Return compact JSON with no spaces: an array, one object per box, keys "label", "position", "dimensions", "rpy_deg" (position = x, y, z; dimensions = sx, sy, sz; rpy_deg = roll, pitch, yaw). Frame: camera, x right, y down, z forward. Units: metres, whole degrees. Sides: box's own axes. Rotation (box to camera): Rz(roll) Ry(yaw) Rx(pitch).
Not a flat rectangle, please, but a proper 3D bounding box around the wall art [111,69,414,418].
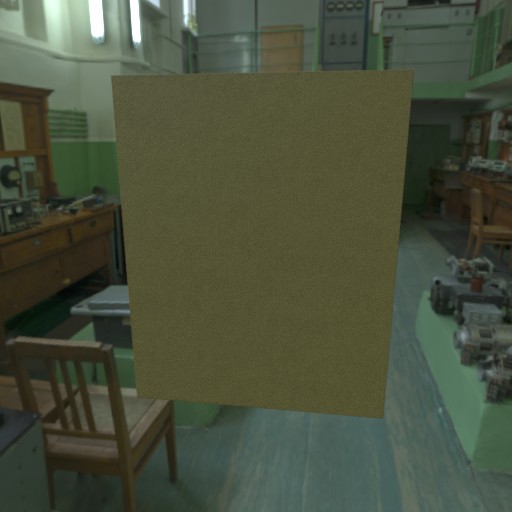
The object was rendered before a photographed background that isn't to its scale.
[{"label":"wall art","position":[0.000,0.000,1.304],"dimensions":[0.798,1.002,0.030],"rpy_deg":[2,16,8]}]
